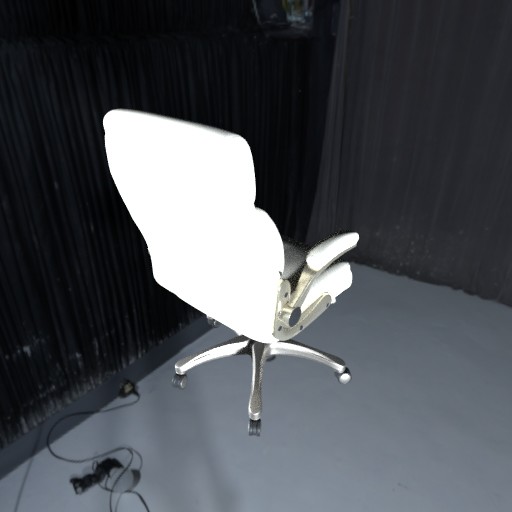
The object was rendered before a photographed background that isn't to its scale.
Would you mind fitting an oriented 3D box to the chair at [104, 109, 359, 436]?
[{"bbox_3d":[0.000,0.000,1.650,0.740,1.110,0.794,21,35,32],"label":"chair"}]
